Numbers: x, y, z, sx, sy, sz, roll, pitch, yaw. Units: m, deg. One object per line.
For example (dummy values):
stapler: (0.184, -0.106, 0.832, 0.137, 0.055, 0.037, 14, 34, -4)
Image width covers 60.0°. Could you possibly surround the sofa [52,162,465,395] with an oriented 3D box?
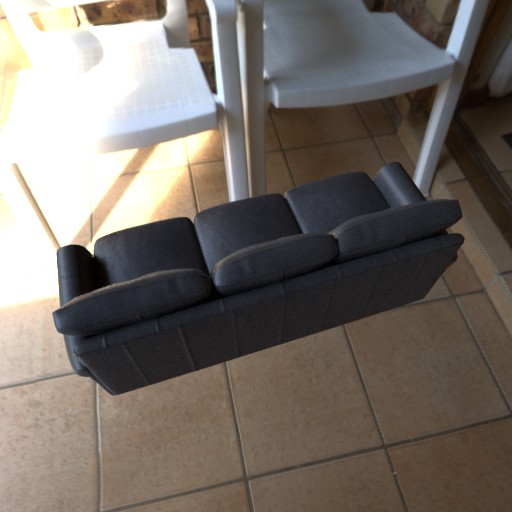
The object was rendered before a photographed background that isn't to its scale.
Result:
sofa: (0.000, 0.000, 2.824, 2.387, 0.977, 0.974, -16, 59, -10)
